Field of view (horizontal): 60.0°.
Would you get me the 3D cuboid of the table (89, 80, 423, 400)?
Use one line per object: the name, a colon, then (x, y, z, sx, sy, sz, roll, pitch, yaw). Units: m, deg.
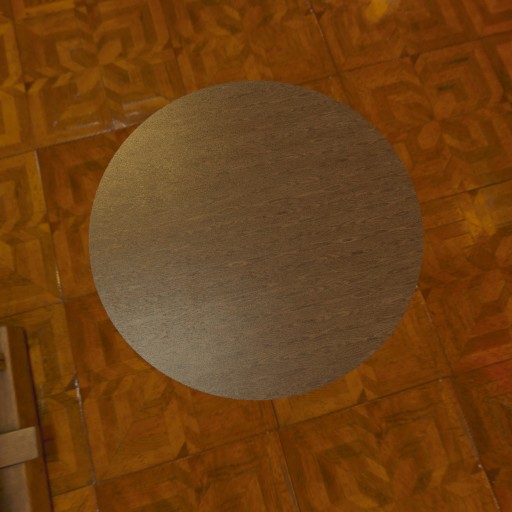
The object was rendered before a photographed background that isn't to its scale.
table: (0.000, 0.000, 1.781, 1.053, 0.786, 1.053, 0, 76, 0)
